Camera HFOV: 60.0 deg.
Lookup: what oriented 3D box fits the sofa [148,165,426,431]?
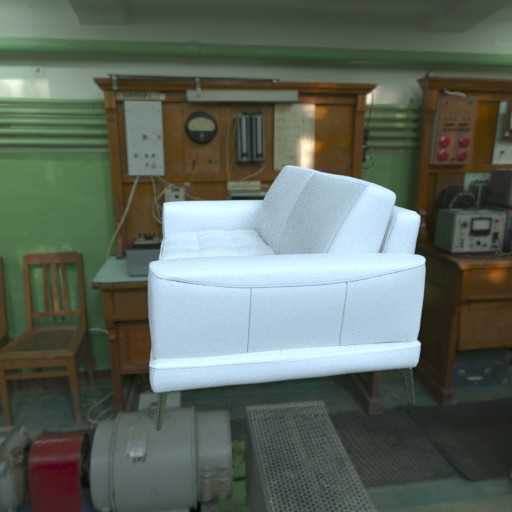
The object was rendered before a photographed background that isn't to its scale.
[{"bbox_3d":[0.000,0.000,2.482,1.121,0.930,1.819,-2,15,-9],"label":"sofa"}]
